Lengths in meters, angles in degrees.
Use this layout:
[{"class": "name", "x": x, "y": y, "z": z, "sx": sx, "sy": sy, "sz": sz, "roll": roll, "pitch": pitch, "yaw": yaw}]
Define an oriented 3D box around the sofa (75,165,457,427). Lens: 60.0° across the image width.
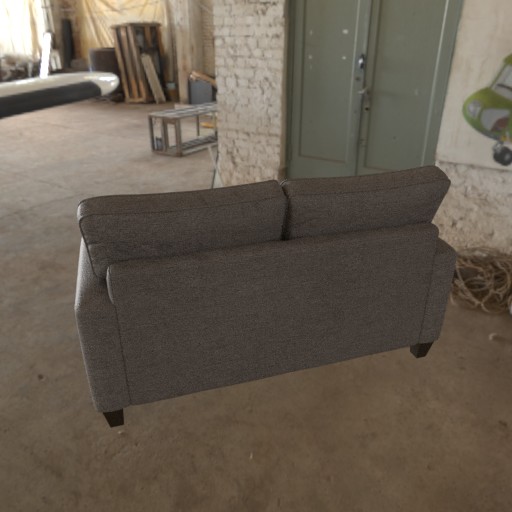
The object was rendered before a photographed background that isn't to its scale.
[{"class": "sofa", "x": 0.000, "y": 0.000, "z": 2.214, "sx": 1.651, "sy": 0.965, "sz": 0.965, "roll": -8, "pitch": 27, "yaw": -16}]
